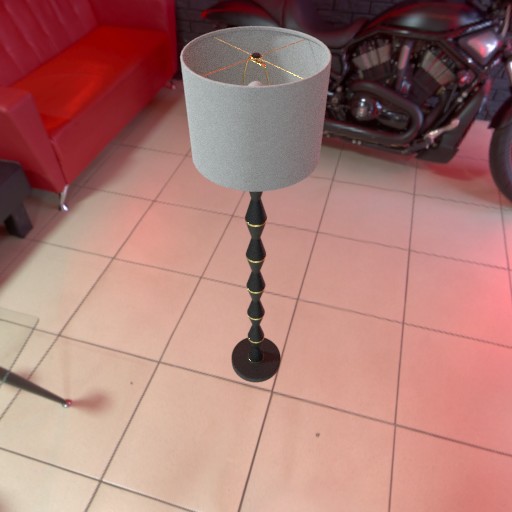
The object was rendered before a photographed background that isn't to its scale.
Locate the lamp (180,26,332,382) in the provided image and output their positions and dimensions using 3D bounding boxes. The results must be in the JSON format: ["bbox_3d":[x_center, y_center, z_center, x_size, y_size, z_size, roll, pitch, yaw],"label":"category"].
[{"bbox_3d":[0.000,0.000,1.654,0.381,1.480,0.381,-32,54,-27],"label":"lamp"}]
